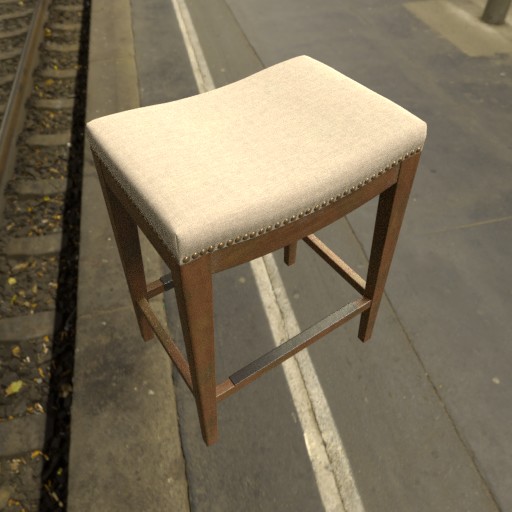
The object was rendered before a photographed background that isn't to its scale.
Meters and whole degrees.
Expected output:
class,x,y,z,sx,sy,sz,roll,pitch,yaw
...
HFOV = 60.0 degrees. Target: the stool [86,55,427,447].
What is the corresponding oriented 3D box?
class,x,y,z,sx,sy,sz,roll,pitch,yaw
stool,0.000,0.000,0.960,0.508,0.660,0.356,-27,53,-23
